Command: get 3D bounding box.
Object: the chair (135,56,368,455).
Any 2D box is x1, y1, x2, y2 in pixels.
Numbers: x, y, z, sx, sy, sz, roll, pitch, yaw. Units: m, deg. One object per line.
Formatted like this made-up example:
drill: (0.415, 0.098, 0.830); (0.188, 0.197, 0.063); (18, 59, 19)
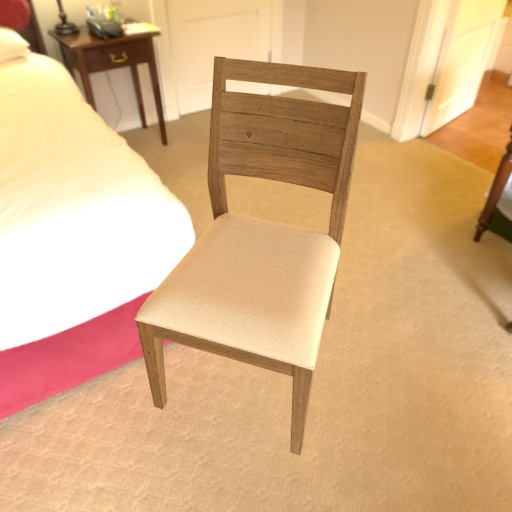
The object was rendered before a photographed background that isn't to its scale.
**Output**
chair: (0.000, 0.000, 1.305); (0.497, 0.939, 0.610); (13, 42, 15)
